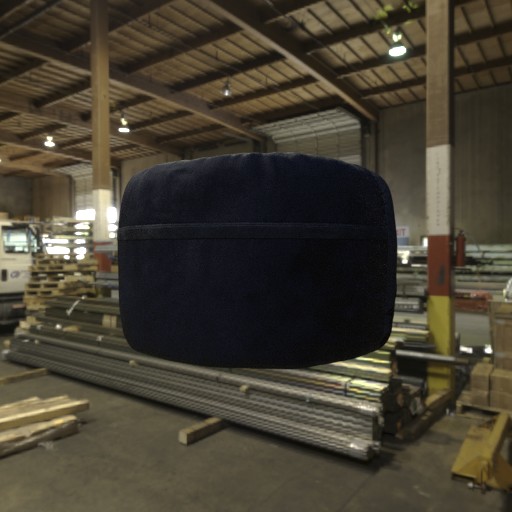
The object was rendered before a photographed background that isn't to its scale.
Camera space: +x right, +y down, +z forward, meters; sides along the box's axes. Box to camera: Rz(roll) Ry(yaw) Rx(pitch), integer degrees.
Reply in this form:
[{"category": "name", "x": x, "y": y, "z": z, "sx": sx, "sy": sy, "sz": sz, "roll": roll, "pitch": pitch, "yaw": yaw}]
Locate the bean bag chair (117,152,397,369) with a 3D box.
[{"category": "bean bag chair", "x": 0.000, "y": 0.000, "z": 2.012, "sx": 1.219, "sy": 0.762, "sz": 1.219, "roll": 0, "pitch": 1, "yaw": 0}]
